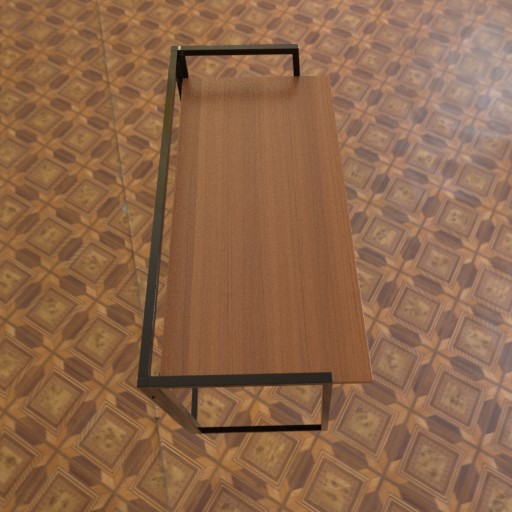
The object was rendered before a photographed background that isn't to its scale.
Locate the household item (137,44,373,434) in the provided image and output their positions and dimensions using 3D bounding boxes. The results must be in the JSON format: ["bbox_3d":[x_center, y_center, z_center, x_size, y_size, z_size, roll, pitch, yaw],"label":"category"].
[{"bbox_3d":[0.000,0.000,1.525,0.510,0.860,1.050,-1,62,-1],"label":"household item"}]
